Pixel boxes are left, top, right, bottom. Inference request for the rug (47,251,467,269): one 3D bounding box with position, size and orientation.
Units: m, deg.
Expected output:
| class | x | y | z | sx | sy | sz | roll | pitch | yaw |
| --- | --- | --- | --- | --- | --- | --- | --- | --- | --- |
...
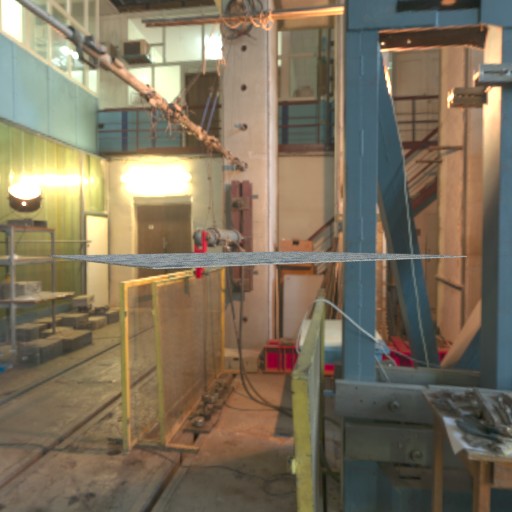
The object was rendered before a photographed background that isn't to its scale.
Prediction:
| class | x | y | z | sx | sy | sz | roll | pitch | yaw |
| --- | --- | --- | --- | --- | --- | --- | --- | --- | --- |
| rug | 0.000 | 0.000 | 4.228 | 3.205 | 0.015 | 2.437 | -1 | 2 | -37 |
